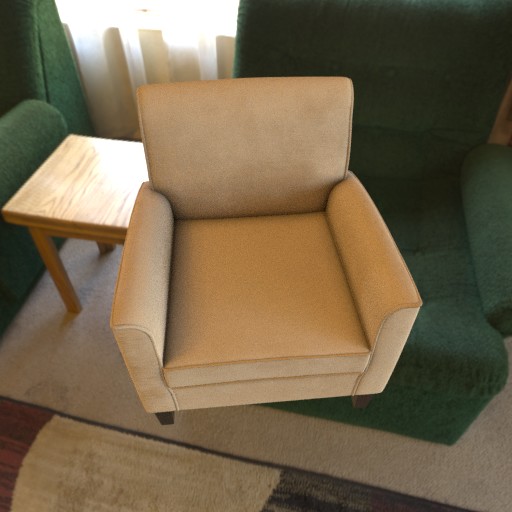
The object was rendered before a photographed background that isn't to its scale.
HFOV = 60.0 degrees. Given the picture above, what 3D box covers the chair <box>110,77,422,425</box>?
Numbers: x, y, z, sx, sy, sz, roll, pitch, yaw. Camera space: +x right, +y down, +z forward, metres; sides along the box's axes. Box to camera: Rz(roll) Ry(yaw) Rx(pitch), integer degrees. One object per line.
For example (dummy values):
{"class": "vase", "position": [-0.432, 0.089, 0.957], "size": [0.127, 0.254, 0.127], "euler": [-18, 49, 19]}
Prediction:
{"class": "chair", "position": [0.000, 0.000, 1.541], "size": [0.820, 0.915, 0.821], "euler": [-4, 46, -4]}
